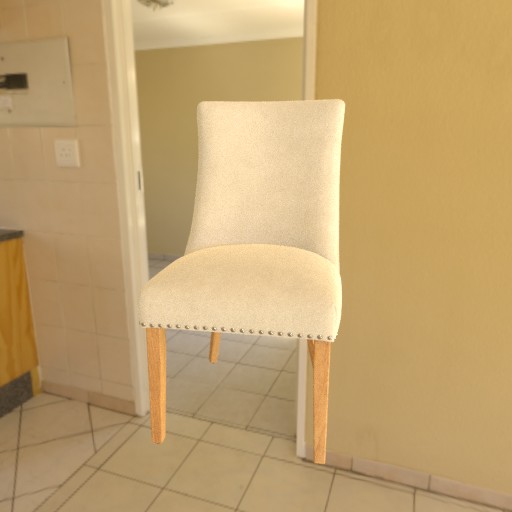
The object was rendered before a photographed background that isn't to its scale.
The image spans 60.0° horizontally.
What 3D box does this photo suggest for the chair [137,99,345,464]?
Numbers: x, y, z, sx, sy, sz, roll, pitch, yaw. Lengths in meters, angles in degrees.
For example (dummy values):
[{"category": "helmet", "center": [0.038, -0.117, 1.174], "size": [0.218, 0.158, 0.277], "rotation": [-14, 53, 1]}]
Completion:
[{"category": "chair", "center": [0.000, 0.000, 1.293], "size": [0.495, 0.902, 0.610], "rotation": [3, 15, 10]}]
